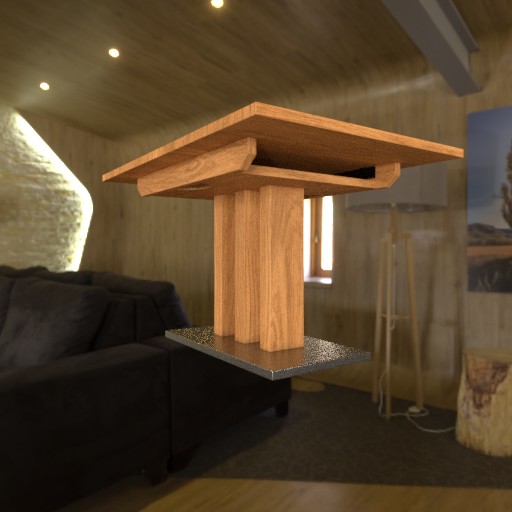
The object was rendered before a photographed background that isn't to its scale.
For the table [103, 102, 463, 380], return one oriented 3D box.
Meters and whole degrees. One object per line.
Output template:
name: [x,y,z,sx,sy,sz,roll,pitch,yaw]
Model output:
table: [0.000,0.000,1.864,0.900,0.770,1.300,-1,1,-35]
